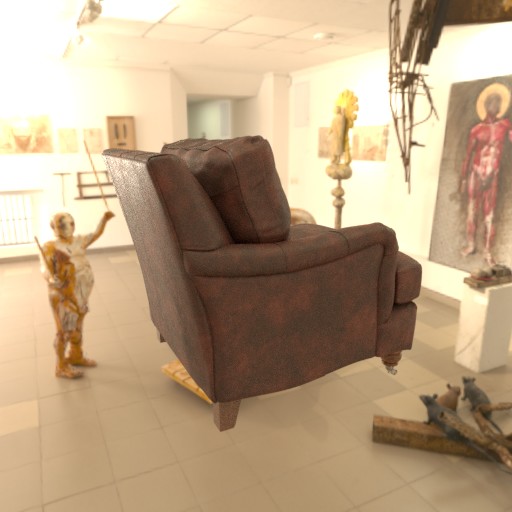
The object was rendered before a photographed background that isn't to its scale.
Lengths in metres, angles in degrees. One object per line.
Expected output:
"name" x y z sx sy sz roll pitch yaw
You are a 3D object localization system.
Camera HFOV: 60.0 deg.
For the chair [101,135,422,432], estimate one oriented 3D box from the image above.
"chair" 0.000 0.000 2.013 1.156 1.051 0.987 -7 17 -26
